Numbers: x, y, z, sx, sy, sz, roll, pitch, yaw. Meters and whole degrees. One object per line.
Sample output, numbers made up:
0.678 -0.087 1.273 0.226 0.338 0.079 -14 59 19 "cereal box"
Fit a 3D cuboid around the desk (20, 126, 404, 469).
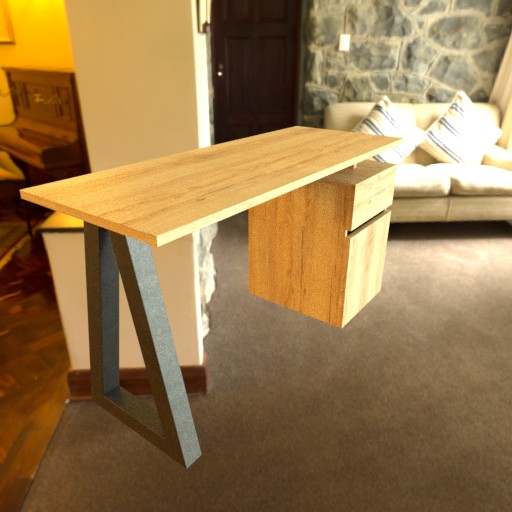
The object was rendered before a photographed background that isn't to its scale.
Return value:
0.000 0.000 1.718 0.550 0.760 1.400 18 30 33 "desk"
